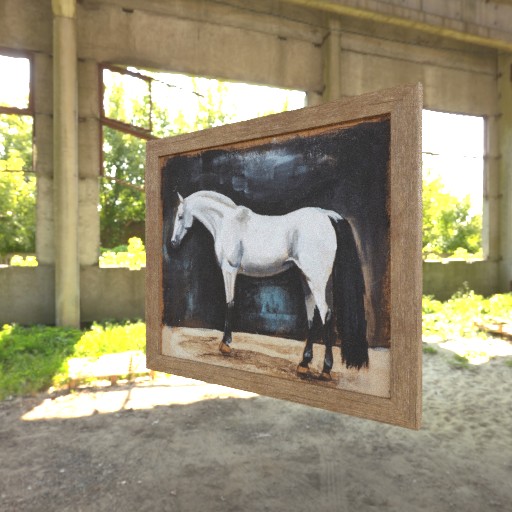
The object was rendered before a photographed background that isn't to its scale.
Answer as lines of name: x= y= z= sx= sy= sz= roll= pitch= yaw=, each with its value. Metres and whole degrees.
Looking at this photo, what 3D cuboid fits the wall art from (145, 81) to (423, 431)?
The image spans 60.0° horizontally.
wall art: x=0.000 y=0.000 z=0.956 sx=0.690 sy=0.588 sz=0.026 roll=0 pitch=0 yaw=36
